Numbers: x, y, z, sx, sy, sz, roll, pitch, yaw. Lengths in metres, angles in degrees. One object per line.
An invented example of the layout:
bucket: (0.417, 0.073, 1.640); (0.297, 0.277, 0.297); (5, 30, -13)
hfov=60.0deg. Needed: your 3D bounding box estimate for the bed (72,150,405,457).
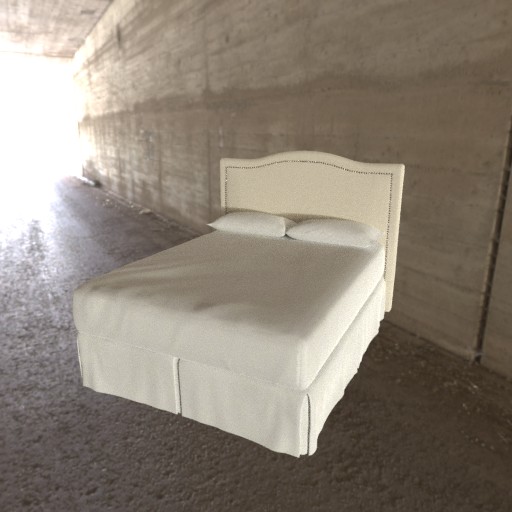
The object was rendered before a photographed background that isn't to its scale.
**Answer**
bed: (0.000, 0.000, 3.341); (1.753, 1.460, 2.143); (8, 18, 25)
